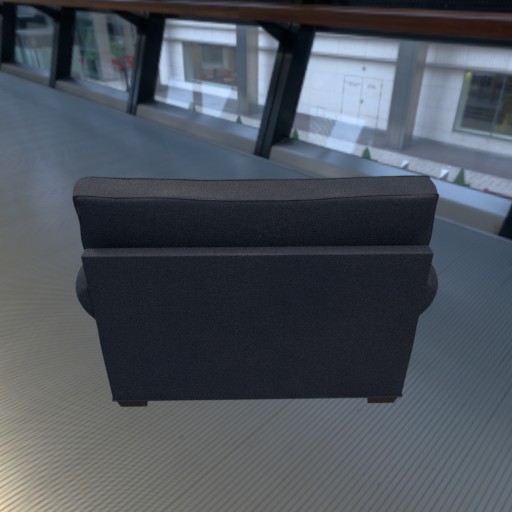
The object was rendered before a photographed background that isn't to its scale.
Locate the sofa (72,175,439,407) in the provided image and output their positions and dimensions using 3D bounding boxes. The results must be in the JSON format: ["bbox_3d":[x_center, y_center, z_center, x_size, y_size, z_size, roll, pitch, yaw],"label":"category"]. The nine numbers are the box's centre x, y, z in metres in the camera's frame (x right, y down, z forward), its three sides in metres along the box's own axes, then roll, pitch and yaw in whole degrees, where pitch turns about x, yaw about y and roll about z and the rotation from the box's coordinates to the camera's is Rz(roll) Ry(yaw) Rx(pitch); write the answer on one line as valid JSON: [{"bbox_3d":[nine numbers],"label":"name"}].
[{"bbox_3d":[0.000,0.000,2.077,1.405,1.004,0.938,-1,30,-1],"label":"sofa"}]
